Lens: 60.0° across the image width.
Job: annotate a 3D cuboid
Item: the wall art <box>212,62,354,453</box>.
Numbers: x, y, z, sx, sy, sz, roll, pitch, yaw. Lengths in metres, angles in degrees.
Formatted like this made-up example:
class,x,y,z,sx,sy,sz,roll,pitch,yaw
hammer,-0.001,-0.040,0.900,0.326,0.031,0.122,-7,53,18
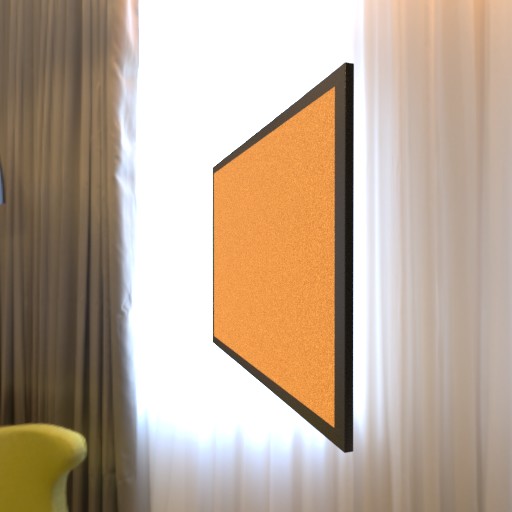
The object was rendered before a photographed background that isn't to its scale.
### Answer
class,x,y,z,sx,sy,sz,roll,pitch,yaw
wall art,0.000,0.000,1.015,0.015,0.552,0.819,0,0,-19
